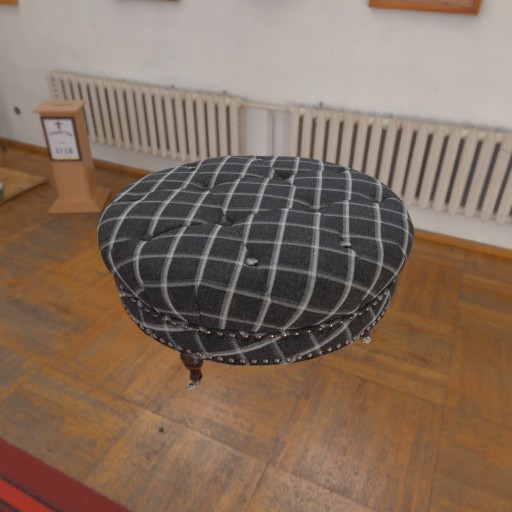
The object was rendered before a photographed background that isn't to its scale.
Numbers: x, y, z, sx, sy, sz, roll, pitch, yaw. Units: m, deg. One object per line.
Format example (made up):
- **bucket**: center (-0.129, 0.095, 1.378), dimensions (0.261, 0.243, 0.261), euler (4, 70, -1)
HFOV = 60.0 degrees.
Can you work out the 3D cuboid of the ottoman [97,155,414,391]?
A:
- **ottoman**: center (0.000, 0.000, 1.390), dimensions (0.901, 0.439, 0.901), euler (0, 32, 0)
